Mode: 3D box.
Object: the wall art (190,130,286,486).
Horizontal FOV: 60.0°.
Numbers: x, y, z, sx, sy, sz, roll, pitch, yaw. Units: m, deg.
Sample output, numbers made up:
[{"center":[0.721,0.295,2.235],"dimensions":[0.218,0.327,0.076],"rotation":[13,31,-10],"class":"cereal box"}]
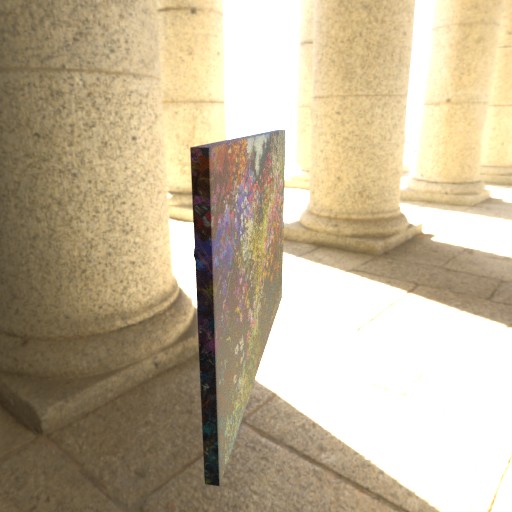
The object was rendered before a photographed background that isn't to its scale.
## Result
[{"center":[0.000,0.000,1.442],"dimensions":[0.042,0.760,1.136],"rotation":[3,18,10],"class":"wall art"}]
